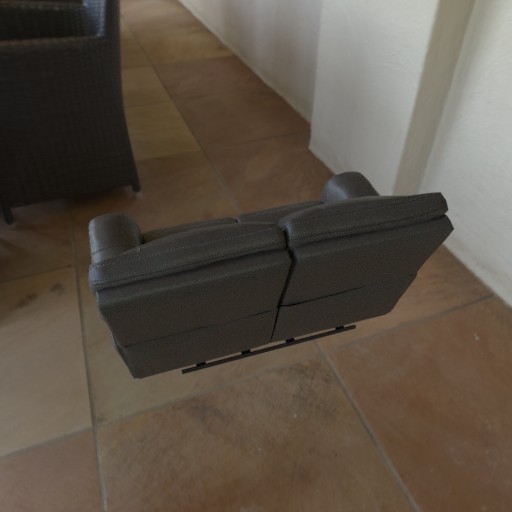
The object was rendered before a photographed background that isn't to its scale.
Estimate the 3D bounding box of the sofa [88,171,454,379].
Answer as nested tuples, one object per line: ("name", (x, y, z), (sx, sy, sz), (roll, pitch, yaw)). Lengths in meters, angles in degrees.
("sofa", (0.000, 0.000, 2.538), (1.765, 1.111, 1.104), (-12, 43, -13))
